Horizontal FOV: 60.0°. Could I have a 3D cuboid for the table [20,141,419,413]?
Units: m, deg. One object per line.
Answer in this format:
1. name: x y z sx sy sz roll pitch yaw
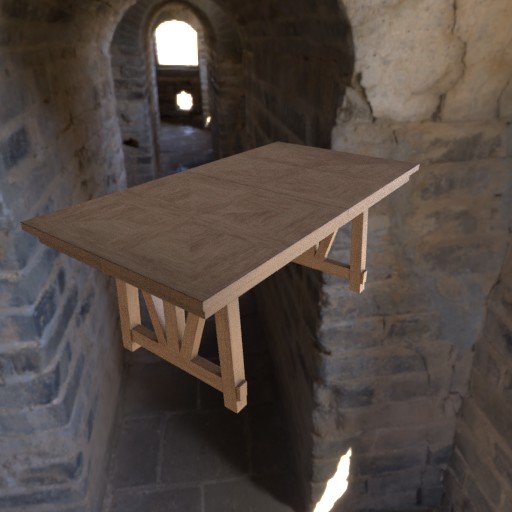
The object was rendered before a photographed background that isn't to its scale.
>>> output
1. table: 0.000 0.000 2.398 1.016 0.768 1.881 19 32 32
